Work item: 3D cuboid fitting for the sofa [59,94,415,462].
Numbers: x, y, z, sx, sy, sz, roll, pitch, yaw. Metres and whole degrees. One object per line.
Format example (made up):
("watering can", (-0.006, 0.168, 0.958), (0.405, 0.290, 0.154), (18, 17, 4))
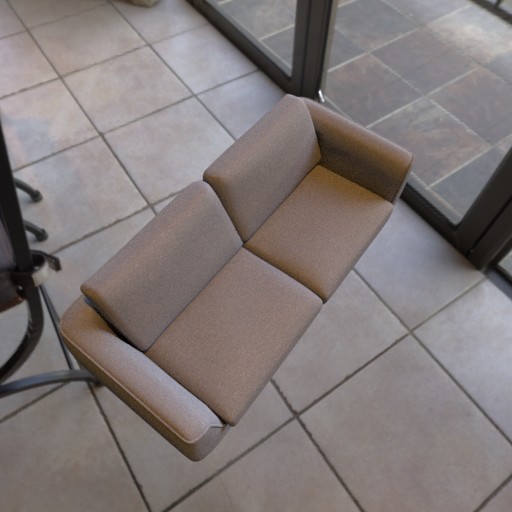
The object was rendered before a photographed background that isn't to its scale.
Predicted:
("sofa", (0.000, 0.000, 2.496), (0.920, 0.870, 2.000), (33, 64, 18))
